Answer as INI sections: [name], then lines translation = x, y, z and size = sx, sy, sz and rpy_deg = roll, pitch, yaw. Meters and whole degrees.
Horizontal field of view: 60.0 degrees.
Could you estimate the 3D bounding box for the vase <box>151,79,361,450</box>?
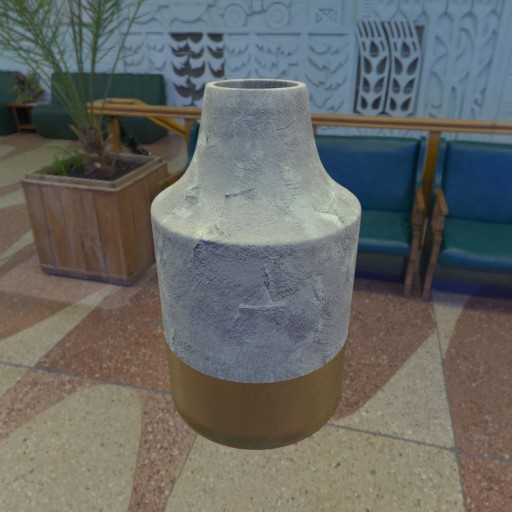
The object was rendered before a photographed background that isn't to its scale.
[vase]
translation = 0.000, 0.000, 0.418
size = 0.184, 0.305, 0.184
rpy_deg = 0, 27, 0
